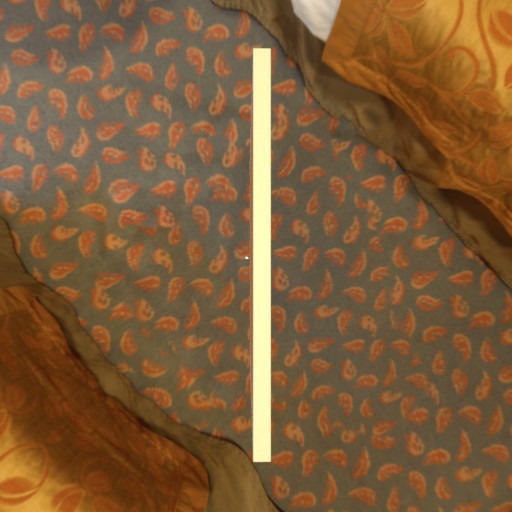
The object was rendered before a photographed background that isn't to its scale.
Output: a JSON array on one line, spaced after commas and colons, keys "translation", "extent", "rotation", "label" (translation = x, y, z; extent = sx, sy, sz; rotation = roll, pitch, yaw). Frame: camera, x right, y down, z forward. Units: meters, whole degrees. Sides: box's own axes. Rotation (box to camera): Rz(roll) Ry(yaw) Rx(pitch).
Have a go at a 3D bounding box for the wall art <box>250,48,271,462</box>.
[{"translation": [0.000, 0.000, 0.541], "extent": [0.013, 0.433, 0.303], "rotation": [0, 90, -1], "label": "wall art"}]
